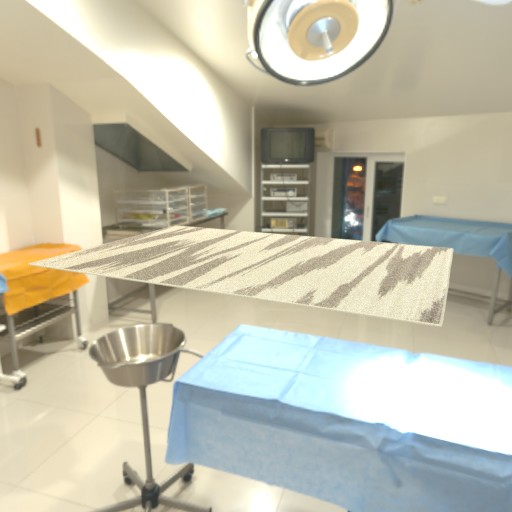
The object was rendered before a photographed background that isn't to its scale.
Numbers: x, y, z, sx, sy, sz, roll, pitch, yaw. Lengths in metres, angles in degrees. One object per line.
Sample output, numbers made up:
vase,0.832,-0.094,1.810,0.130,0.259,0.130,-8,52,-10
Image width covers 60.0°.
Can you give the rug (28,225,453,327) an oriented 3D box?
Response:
rug,0.000,0.000,2.270,1.827,0.008,1.225,6,15,24
